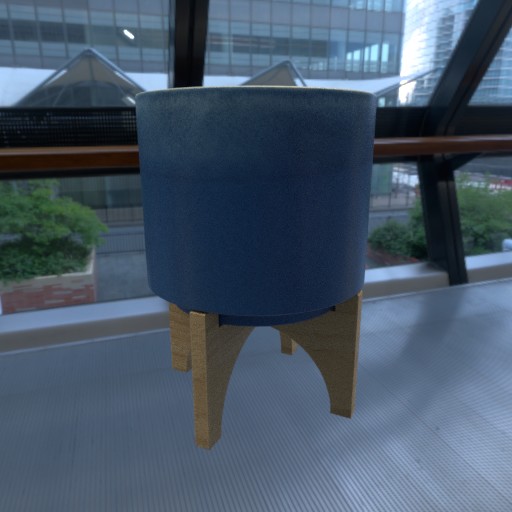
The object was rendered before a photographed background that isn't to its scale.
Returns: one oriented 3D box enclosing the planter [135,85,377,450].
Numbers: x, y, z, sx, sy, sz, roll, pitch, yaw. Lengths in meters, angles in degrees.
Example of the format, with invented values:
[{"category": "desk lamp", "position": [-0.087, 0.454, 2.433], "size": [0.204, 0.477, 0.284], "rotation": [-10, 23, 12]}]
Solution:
[{"category": "planter", "position": [0.000, 0.000, 0.543], "size": [0.261, 0.367, 0.261], "rotation": [0, 16, 0]}]
